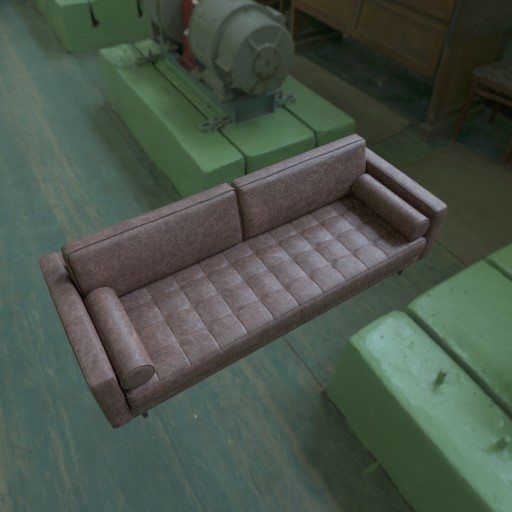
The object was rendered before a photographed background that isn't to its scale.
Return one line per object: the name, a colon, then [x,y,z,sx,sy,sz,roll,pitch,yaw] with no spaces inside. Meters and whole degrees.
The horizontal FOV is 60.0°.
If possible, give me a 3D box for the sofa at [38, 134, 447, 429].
sofa: [0.000,0.000,2.636,2.210,0.762,0.914,-25,52,-21]
